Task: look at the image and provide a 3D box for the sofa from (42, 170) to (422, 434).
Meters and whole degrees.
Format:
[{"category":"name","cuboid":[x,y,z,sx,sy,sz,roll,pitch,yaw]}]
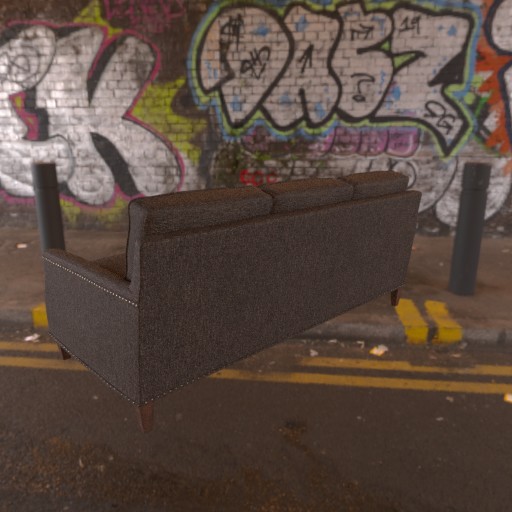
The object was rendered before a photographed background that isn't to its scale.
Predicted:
[{"category":"sofa","cuboid":[0.000,0.000,2.778,2.246,1.003,1.084,-14,21,-42]}]
